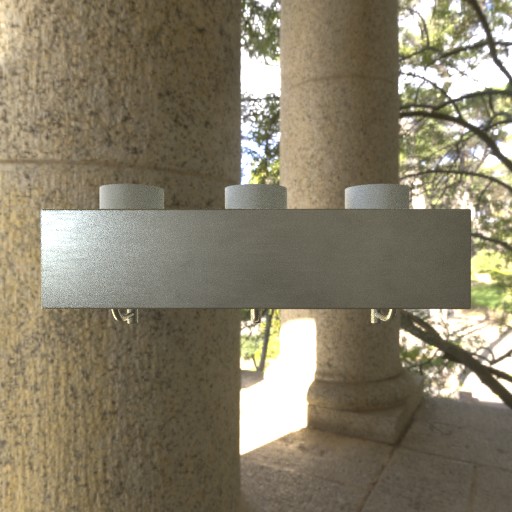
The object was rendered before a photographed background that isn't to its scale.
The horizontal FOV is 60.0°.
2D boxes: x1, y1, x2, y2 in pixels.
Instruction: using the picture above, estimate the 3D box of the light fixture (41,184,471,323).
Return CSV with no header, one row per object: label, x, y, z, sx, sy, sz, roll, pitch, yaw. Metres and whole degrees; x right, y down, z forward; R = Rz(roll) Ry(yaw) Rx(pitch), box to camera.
light fixture,0.000,0.000,0.536,0.451,0.172,0.145,0,0,0
